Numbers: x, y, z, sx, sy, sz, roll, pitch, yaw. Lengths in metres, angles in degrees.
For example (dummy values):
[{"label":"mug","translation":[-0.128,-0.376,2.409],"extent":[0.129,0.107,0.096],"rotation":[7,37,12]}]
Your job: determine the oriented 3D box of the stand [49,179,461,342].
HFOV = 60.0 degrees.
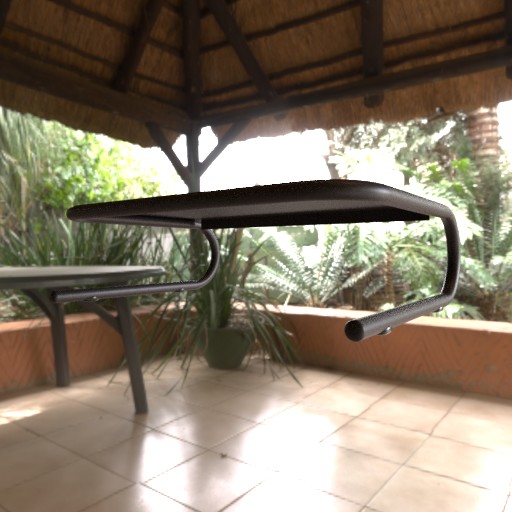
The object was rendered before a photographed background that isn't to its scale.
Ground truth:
[{"label":"stand","translation":[0.000,0.000,0.495],"extent":[0.370,0.108,0.280],"rotation":[0,1,36]}]
